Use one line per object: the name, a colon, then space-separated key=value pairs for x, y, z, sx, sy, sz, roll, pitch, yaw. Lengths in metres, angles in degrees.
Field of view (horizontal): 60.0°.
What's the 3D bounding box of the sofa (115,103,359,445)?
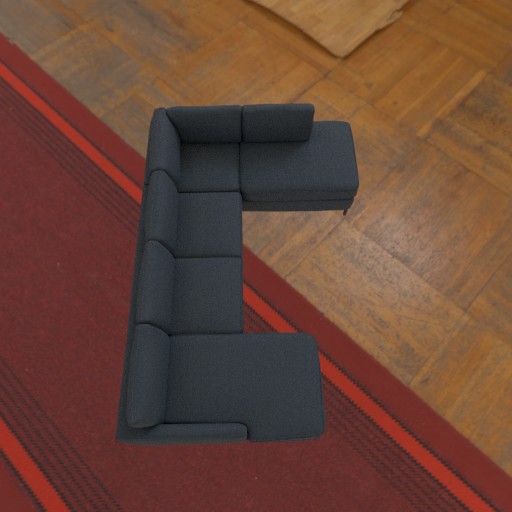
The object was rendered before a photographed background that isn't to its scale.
sofa: x=0.000 y=0.000 z=3.830 sx=1.984 sy=0.858 sz=2.975 roll=-1 pitch=63 yaw=-1
